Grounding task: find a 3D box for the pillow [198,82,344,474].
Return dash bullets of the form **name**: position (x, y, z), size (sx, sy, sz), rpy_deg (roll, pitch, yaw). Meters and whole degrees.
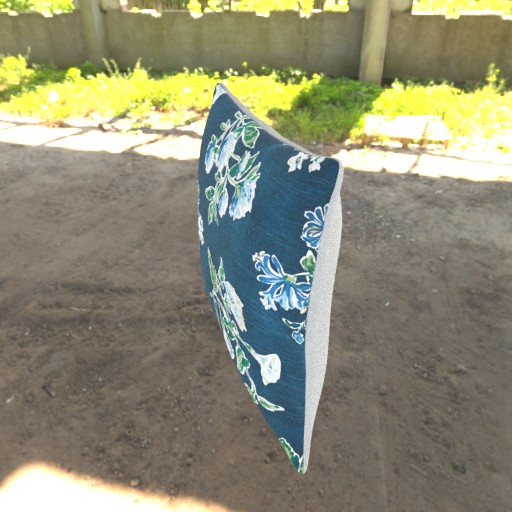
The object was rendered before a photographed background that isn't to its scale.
- **pillow**: position (0.000, 0.000, 0.786), size (0.166, 0.508, 0.525), rpy_deg (-9, 31, -15)
